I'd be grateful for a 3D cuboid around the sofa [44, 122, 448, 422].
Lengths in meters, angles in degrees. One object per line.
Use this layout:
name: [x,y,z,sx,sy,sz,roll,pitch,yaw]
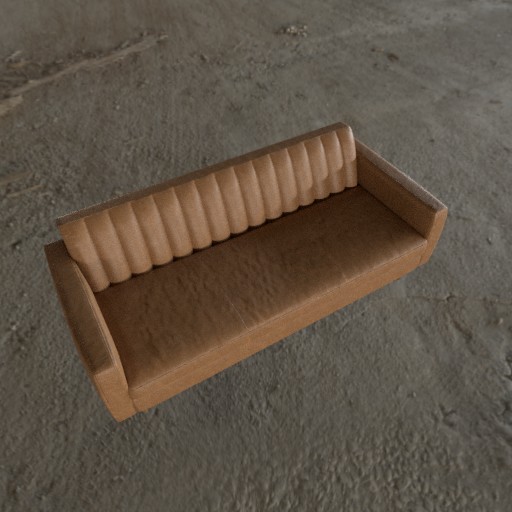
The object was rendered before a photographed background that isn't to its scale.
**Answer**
sofa: [0.000,0.000,2.778,2.291,0.821,0.990,-24,51,-20]
